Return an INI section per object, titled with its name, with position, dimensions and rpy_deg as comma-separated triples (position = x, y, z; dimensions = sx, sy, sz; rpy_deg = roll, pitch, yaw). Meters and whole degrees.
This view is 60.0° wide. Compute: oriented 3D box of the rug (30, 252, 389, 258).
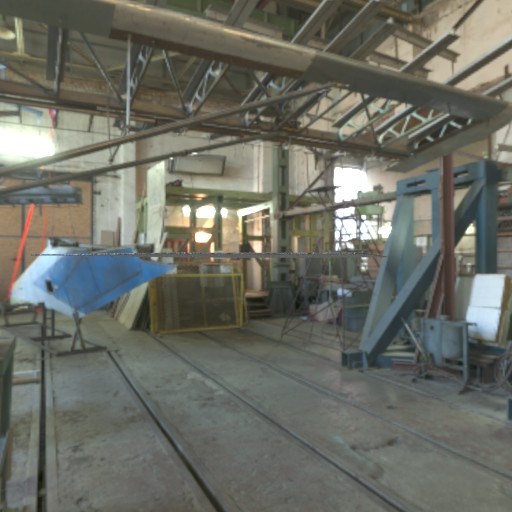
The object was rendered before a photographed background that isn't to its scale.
[rug]
position = 0.000, 0.000, 5.462
dimensions = 2.997, 0.020, 4.093
rpy_deg = 0, -1, 19
